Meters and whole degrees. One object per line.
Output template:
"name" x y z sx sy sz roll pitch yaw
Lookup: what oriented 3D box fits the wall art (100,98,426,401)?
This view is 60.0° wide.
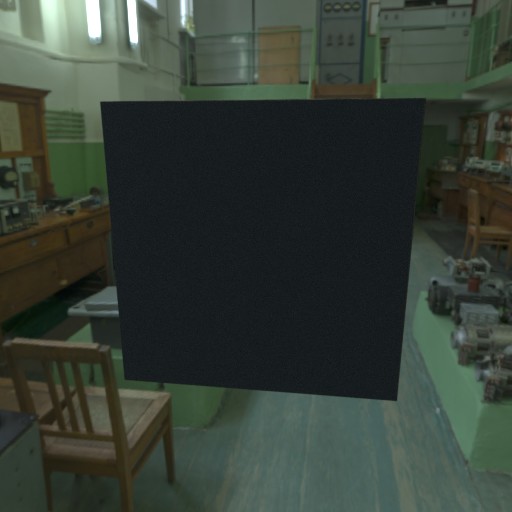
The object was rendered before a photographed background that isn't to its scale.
"wall art" 0.000 0.000 1.146 0.762 0.762 0.038 2 15 8
